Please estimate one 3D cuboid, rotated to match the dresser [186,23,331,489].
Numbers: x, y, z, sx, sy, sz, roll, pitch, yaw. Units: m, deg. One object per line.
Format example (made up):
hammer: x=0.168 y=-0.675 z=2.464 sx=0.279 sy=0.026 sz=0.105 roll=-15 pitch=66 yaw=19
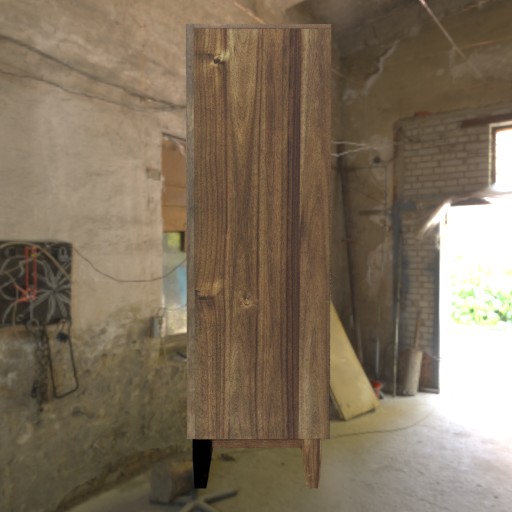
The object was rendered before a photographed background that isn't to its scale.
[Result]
dresser: x=0.000 y=0.000 z=1.852 sx=0.442 sy=1.393 sz=1.062 roll=0 pitch=1 yaw=0
